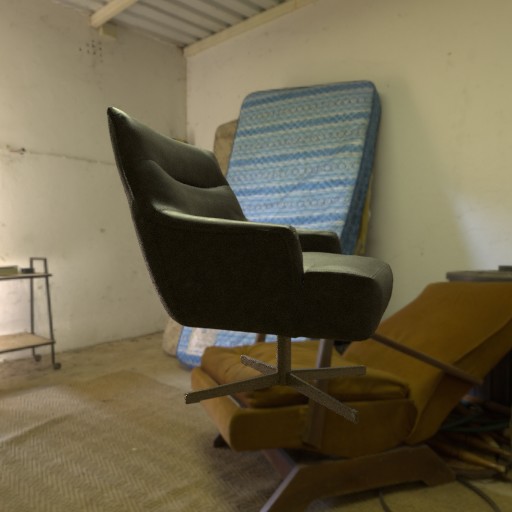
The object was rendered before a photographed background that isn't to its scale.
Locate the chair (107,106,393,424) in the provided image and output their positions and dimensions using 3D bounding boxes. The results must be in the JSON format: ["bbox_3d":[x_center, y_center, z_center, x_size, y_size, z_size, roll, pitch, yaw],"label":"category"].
[{"bbox_3d":[0.000,0.000,1.482,0.874,0.870,0.738,1,2,19],"label":"chair"}]
